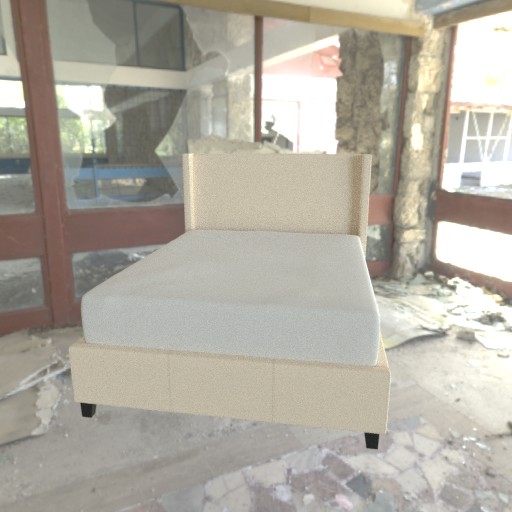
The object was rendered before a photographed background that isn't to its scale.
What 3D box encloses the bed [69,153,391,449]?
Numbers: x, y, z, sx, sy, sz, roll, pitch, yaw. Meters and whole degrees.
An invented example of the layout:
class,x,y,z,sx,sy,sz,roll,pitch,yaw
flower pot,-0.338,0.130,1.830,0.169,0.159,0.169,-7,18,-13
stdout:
class,x,y,z,sx,sy,sz,roll,pitch,yaw
bed,0.000,0.000,3.363,1.765,1.471,2.280,2,14,10
